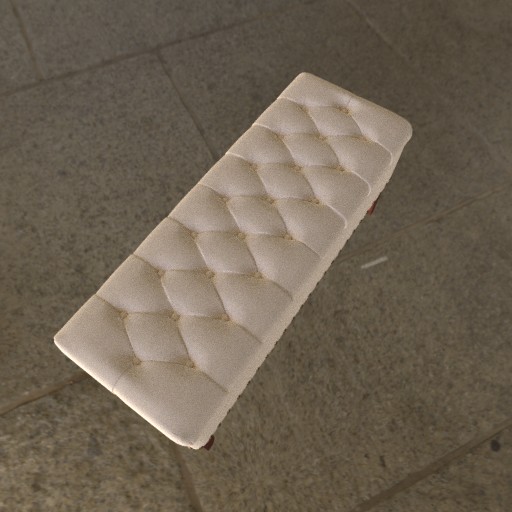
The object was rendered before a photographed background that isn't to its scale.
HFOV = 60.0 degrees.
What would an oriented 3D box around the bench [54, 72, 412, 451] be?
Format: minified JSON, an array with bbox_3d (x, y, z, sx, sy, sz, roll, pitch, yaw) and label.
[{"bbox_3d":[0.000,0.000,1.316,0.400,0.470,1.054,32,67,15],"label":"bench"}]
